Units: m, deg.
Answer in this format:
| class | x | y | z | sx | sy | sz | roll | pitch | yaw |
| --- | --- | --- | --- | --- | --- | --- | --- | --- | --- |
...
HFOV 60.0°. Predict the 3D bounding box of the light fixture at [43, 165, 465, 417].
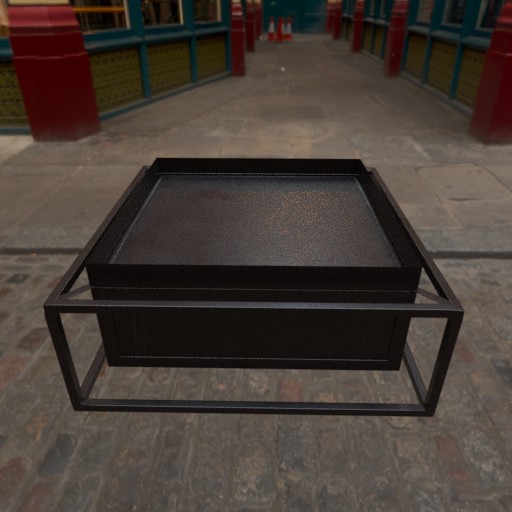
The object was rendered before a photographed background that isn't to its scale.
| class | x | y | z | sx | sy | sz | roll | pitch | yaw |
| --- | --- | --- | --- | --- | --- | --- | --- | --- | --- |
| light fixture | 0.000 | 0.000 | 0.685 | 0.441 | 0.191 | 0.441 | 1 | 30 | 1 |
